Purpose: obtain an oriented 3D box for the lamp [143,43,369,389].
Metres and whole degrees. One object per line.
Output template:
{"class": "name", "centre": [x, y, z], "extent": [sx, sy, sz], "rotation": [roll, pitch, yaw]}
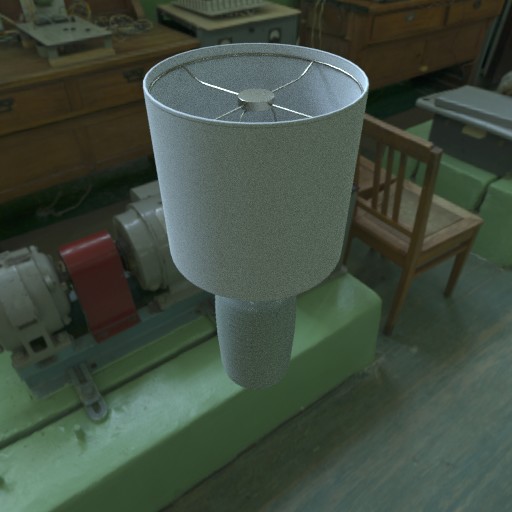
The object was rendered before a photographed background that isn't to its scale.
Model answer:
{"class": "lamp", "centre": [0.000, 0.000, 0.596], "extent": [0.220, 0.475, 0.220], "rotation": [-27, 48, -27]}
